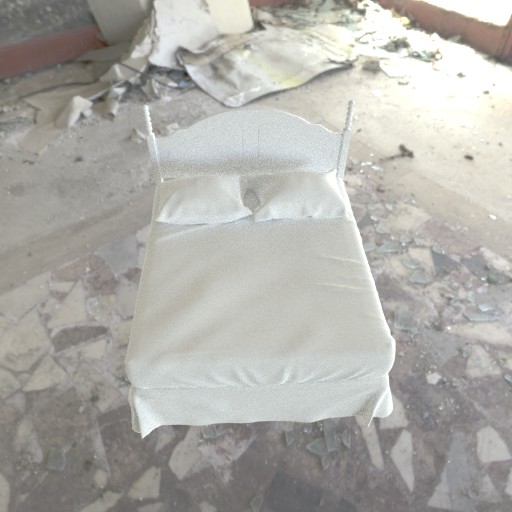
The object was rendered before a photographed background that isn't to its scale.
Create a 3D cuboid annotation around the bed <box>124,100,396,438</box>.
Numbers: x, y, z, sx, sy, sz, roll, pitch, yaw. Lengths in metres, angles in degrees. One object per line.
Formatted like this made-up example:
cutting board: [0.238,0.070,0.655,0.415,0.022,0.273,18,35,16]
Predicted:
bed: [0.000,0.000,3.208,1.873,1.356,2.040,-2,46,-2]
